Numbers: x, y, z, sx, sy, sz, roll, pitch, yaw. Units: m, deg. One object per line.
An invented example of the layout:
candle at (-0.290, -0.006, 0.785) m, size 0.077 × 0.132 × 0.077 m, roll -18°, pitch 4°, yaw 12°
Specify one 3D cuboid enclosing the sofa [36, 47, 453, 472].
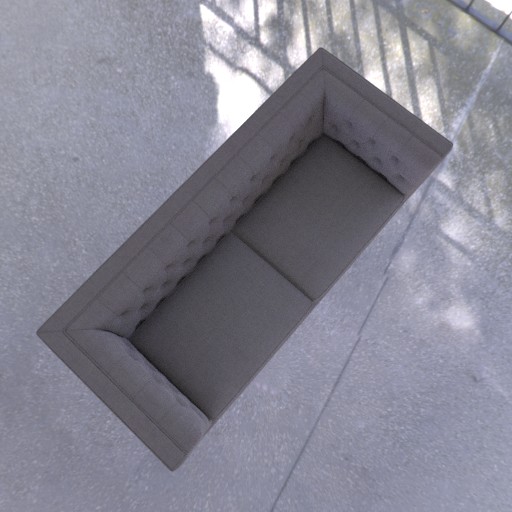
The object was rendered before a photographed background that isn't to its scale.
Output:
sofa at (0.000, 0.000, 2.210) m, size 0.775 × 0.762 × 1.778 m, roll 41°, pitch 79°, yaw 9°
